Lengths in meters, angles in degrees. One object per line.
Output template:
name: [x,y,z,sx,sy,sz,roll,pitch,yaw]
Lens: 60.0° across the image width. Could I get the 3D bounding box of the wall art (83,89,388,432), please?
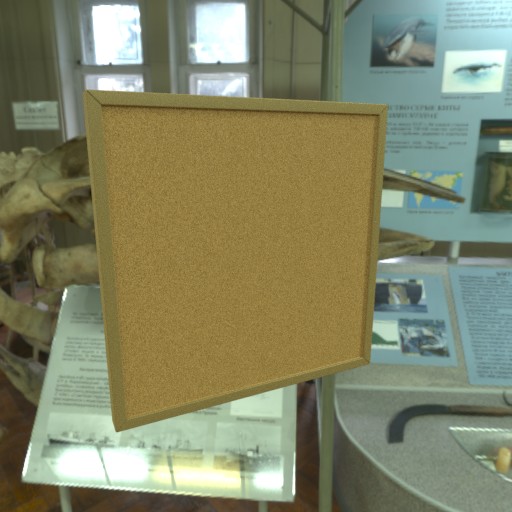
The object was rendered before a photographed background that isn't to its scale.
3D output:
wall art: [0.000,0.000,0.759,0.509,0.509,0.036,-7,16,-25]
